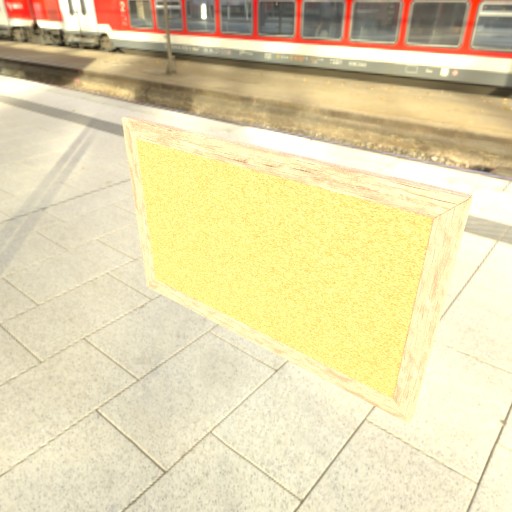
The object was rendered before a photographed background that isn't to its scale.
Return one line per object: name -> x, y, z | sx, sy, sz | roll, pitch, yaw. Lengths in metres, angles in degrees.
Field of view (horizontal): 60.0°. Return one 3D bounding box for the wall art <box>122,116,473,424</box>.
wall art -> 0.000, 0.000, 0.962 | 0.780, 0.480, 0.021 | 21, 37, 32
